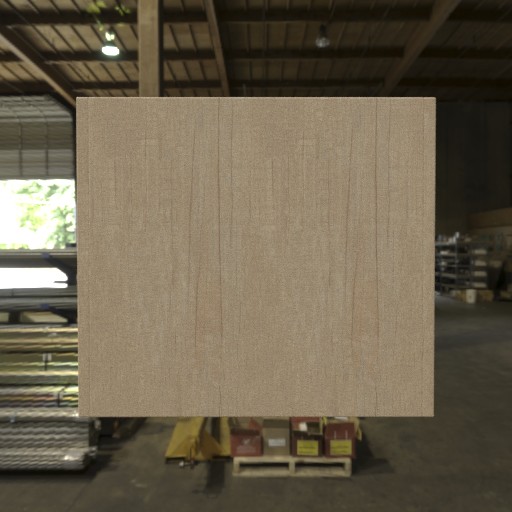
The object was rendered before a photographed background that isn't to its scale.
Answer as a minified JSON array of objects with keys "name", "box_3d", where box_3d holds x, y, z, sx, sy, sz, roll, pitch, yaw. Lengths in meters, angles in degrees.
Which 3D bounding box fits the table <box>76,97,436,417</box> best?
[{"name":"table","box_3d":[0.000,0.000,0.915,0.570,0.510,0.420,0,1,0]}]
